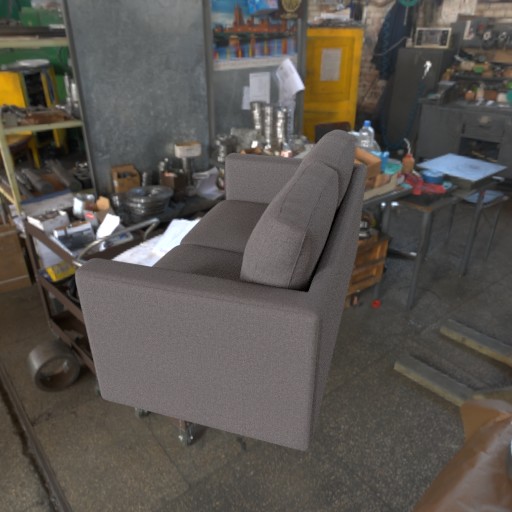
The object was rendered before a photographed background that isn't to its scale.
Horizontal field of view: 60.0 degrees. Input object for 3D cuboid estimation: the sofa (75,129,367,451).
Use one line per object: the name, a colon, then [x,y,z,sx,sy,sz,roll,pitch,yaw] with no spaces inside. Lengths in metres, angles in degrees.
sofa: [0.000,0.000,1.957,0.796,0.908,1.430,8,29,15]
